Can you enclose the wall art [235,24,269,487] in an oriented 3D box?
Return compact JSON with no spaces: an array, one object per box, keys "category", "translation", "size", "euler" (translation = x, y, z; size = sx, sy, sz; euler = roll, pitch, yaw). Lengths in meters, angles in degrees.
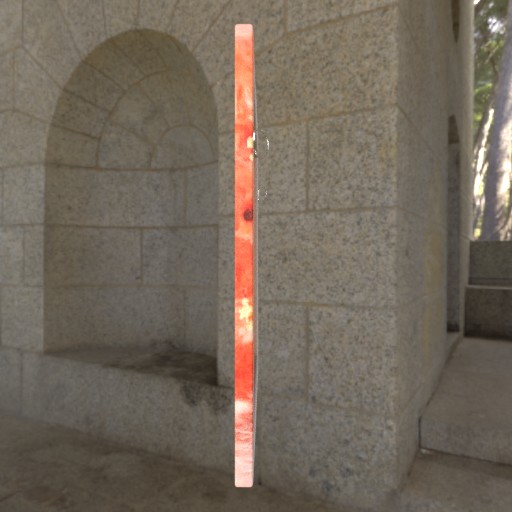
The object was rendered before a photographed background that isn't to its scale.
[{"category":"wall art","translation":[0.000,0.000,1.276],"size":[0.066,0.878,0.878],"euler":[0,0,1]}]
